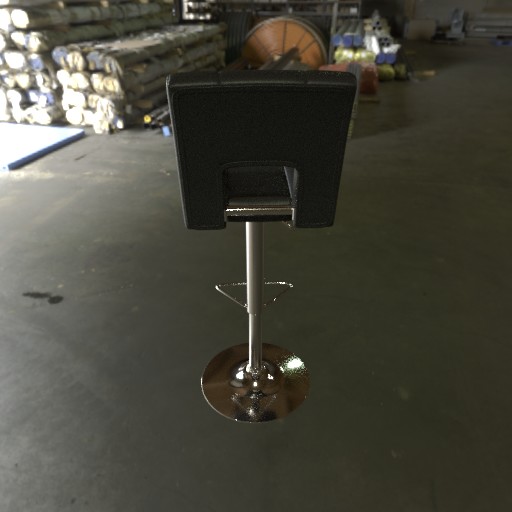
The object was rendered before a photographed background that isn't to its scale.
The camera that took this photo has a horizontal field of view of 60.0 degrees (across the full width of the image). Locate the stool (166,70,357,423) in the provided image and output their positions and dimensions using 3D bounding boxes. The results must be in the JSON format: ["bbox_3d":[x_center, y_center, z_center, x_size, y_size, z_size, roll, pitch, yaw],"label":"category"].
[{"bbox_3d":[0.000,0.000,1.389,0.415,1.151,0.520,-1,31,-2],"label":"stool"}]
